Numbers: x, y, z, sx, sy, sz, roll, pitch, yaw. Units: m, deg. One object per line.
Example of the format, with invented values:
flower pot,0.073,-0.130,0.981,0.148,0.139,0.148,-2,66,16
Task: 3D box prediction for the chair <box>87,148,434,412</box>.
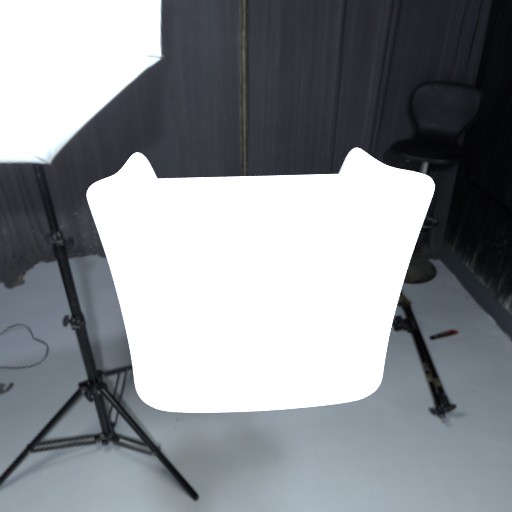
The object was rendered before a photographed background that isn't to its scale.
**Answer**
chair,0.000,0.000,1.320,0.790,0.720,0.700,-2,30,-4
